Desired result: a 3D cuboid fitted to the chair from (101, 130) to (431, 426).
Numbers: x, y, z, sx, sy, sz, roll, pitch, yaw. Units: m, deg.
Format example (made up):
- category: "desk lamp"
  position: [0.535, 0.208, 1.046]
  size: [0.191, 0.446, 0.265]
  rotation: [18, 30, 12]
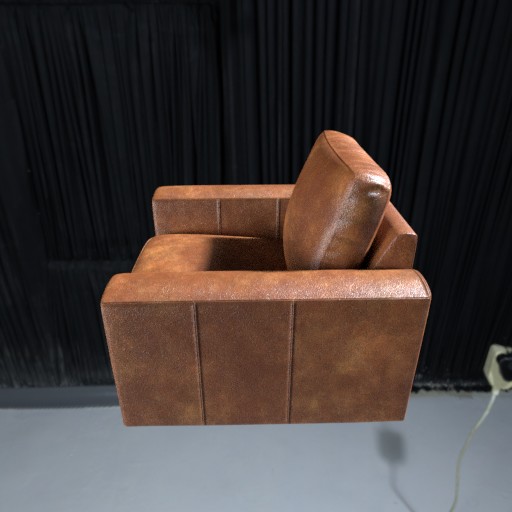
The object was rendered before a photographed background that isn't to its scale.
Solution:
- category: "chair"
  position: [0.000, 0.000, 1.784]
  size: [1.016, 0.873, 1.005]
  rotation: [-1, 28, -1]
